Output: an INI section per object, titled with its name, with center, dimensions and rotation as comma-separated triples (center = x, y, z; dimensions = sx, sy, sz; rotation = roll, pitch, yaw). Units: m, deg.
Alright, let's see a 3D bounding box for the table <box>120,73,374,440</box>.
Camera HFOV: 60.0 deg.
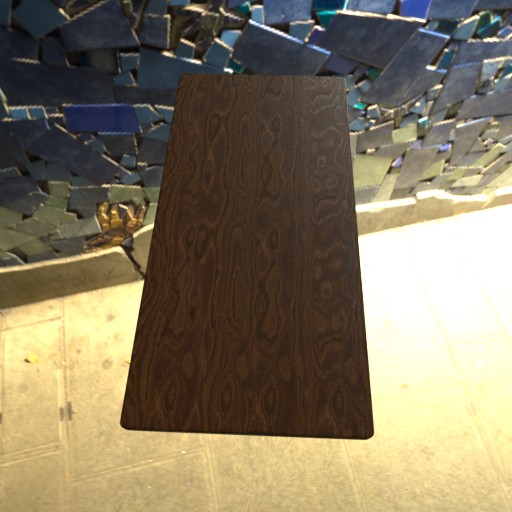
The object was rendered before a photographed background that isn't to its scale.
[table]
center = 0.000, 0.000, 2.277
dimensions = 0.883, 0.753, 1.791
rotation = 2, 62, 1
